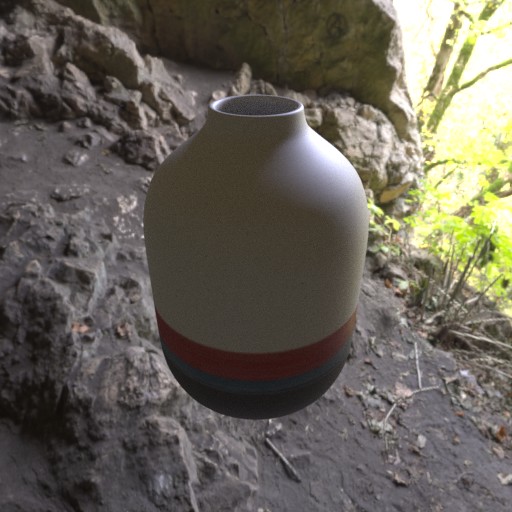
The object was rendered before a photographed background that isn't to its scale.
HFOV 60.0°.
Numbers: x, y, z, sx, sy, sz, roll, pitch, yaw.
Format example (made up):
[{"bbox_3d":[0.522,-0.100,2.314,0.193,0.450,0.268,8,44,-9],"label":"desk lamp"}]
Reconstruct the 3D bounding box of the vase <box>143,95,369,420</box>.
[{"bbox_3d":[0.000,0.000,0.357,0.169,0.237,0.169,0,32,0],"label":"vase"}]
